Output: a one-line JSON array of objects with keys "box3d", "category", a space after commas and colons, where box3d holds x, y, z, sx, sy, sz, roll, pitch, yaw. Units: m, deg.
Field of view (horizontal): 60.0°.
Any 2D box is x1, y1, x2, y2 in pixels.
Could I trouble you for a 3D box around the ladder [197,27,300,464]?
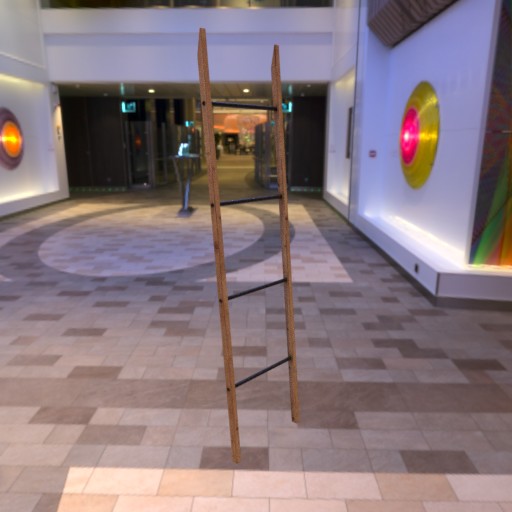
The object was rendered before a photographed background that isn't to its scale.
[{"box3d": [0.000, 0.000, 1.970, 0.200, 1.805, 0.442, 14, 20, 43], "category": "ladder"}]
